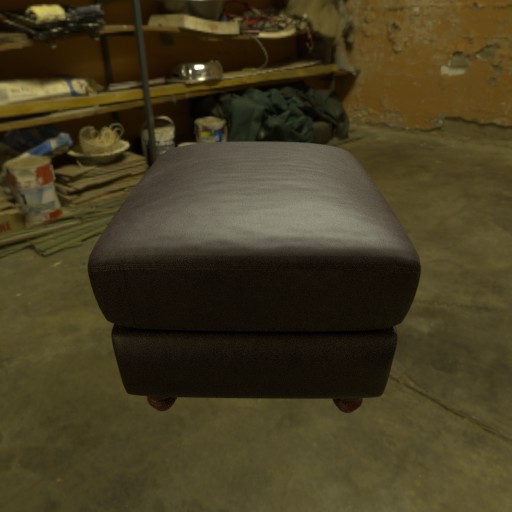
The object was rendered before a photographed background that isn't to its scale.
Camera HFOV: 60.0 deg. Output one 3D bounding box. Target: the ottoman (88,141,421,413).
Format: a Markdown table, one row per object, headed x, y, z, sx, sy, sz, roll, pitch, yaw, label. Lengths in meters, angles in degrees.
| x | y | z | sx | sy | sz | roll | pitch | yaw | label |
| --- | --- | --- | --- | --- | --- | --- | --- | --- | --- |
| 0.000 | 0.000 | 1.280 | 0.670 | 0.569 | 0.806 | 0 | 28 | 1 | ottoman |
